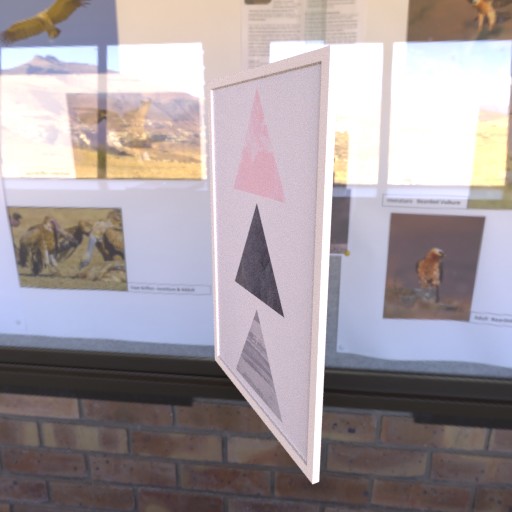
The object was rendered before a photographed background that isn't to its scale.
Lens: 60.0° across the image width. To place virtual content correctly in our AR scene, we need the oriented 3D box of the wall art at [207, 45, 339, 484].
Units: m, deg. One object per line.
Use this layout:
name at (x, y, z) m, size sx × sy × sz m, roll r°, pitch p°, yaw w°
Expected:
wall art at (0.000, 0.000, 0.835) m, size 0.013 × 0.656 × 0.456 m, roll -7°, pitch 17°, yaw -24°
